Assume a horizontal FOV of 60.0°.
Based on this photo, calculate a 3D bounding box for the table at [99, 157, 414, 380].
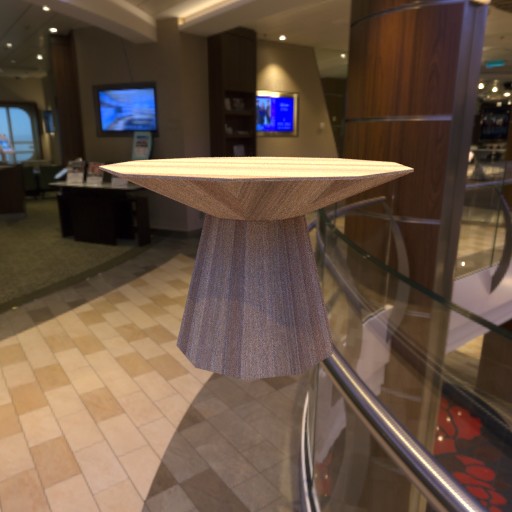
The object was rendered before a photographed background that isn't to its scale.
[{"bbox_3d":[0.000,0.000,1.852,1.186,0.752,1.186,0,15,0],"label":"table"}]
